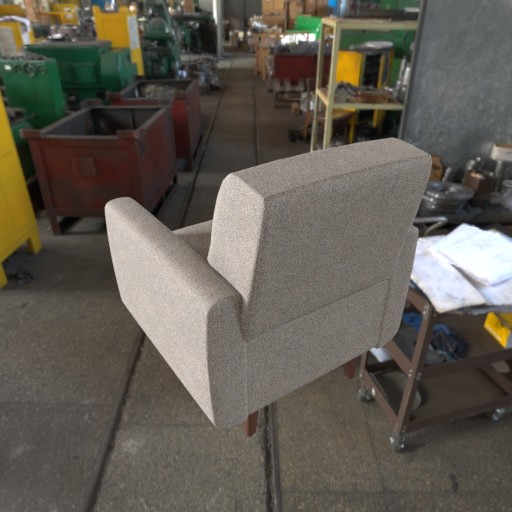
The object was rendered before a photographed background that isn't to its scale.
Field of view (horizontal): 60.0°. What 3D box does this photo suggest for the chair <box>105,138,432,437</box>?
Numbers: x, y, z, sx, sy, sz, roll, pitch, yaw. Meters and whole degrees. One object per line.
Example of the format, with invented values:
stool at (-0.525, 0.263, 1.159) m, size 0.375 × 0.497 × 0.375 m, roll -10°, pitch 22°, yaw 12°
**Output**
chair at (0.000, 0.000, 1.673) m, size 0.845 × 0.968 × 0.942 m, roll -19°, pitch 35°, yaw -29°
